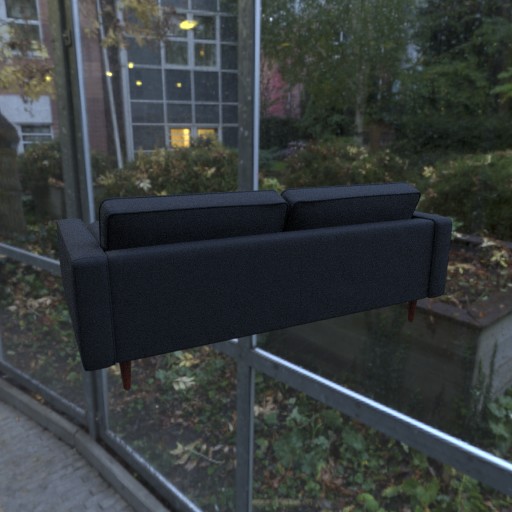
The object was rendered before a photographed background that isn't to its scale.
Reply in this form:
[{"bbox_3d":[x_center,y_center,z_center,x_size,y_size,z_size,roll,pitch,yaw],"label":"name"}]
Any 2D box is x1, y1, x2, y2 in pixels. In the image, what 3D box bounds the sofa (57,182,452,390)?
[{"bbox_3d":[0.000,0.000,2.353,1.875,0.759,0.914,-7,16,-26],"label":"sofa"}]
